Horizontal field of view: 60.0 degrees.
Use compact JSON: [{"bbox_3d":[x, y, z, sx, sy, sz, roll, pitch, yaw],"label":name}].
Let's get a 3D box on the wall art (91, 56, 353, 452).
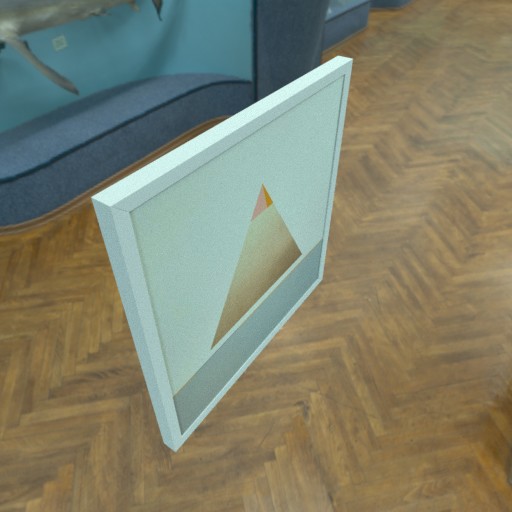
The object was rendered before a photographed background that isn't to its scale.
[{"bbox_3d":[0.000,0.000,1.121,0.041,0.765,0.768,25,48,26],"label":"wall art"}]
